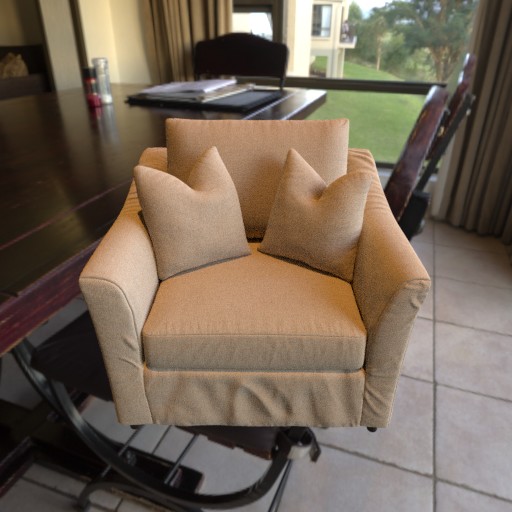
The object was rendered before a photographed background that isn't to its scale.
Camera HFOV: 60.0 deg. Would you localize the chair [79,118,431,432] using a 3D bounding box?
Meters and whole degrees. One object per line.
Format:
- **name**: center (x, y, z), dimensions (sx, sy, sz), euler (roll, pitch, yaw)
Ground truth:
- **chair**: center (0.000, 0.000, 2.016), dimensions (1.194, 1.093, 1.071), euler (0, 29, 1)
